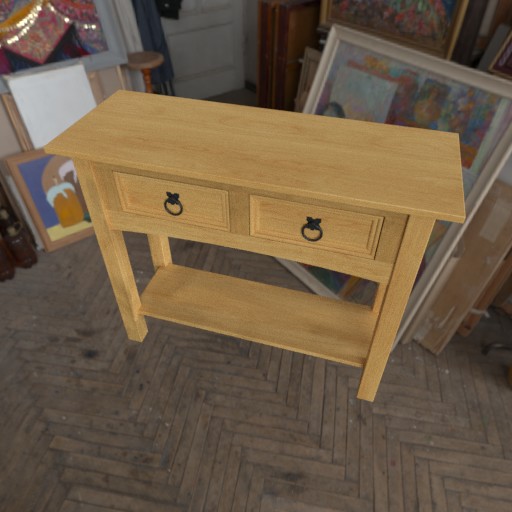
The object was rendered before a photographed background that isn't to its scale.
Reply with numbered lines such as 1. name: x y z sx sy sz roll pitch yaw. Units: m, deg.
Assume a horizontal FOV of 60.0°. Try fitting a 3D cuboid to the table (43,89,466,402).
1. table: 0.000 0.000 1.268 0.900 0.728 0.340 11 44 12
